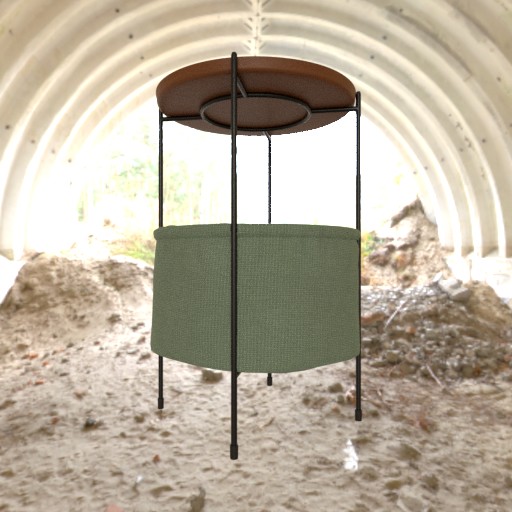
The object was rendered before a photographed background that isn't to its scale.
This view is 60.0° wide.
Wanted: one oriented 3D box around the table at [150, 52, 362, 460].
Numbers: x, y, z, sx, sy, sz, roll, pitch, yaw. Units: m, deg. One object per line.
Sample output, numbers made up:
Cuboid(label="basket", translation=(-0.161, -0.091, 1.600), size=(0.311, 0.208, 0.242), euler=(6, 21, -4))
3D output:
Cuboid(label="table", translation=(0.000, 0.000, 0.874), size=(0.400, 0.623, 0.400), euler=(0, 0, -35))
